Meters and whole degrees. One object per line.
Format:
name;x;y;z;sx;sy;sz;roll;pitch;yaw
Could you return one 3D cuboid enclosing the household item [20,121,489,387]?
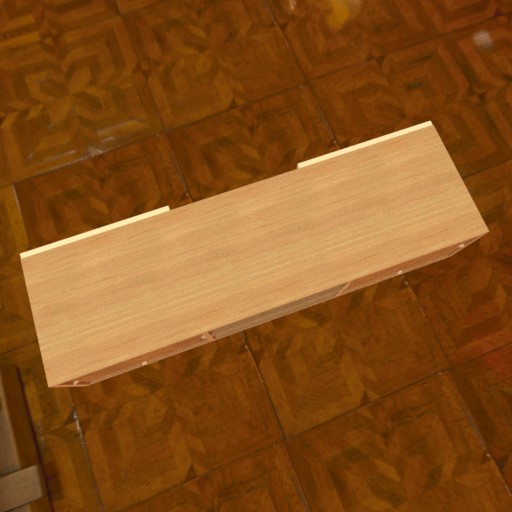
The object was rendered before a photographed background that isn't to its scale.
household item;0.000;0.000;1.526;1.400;0.310;0.420;-19;75;-5
